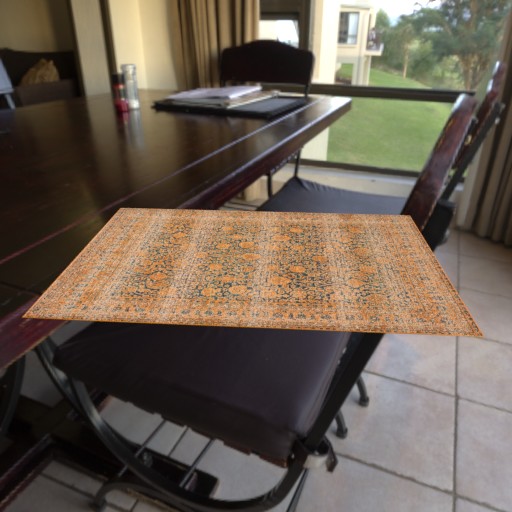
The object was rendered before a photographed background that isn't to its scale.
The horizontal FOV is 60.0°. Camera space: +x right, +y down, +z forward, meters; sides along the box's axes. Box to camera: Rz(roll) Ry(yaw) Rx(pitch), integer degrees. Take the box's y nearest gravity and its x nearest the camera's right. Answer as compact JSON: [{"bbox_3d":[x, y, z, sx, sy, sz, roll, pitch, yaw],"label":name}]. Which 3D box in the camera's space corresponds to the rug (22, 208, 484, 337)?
[{"bbox_3d":[0.000,0.000,2.904,2.336,0.007,1.525,2,28,3],"label":"rug"}]
